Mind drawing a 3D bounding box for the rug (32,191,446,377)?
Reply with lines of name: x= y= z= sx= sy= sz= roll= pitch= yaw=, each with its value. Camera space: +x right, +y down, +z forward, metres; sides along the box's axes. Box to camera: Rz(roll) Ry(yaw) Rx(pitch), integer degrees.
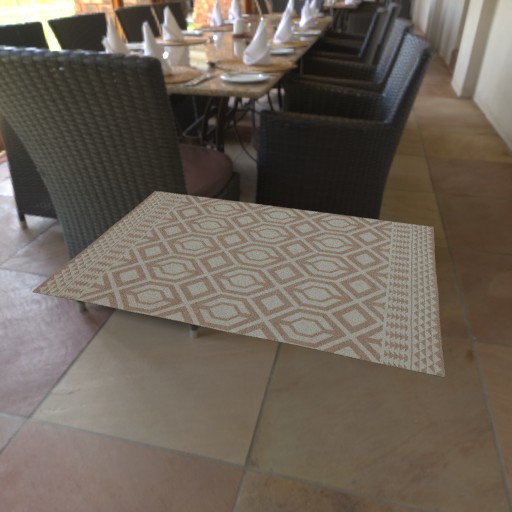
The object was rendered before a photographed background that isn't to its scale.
rug: x=0.000 y=0.000 z=2.355 sx=1.829 sy=0.008 sz=1.219 roll=9 pitch=33 yaw=14
